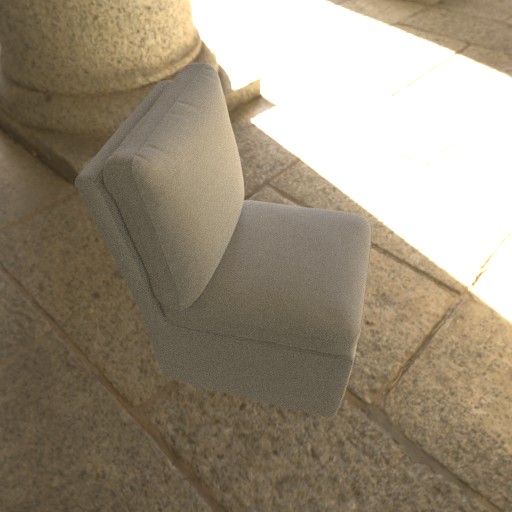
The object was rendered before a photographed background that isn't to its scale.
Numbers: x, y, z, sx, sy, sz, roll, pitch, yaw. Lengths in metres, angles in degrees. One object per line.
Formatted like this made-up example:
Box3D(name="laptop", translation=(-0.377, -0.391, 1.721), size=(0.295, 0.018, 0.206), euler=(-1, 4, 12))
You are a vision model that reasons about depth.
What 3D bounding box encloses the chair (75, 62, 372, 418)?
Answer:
Box3D(name="chair", translation=(0.000, 0.000, 1.329), size=(0.698, 0.927, 0.503), euler=(11, 48, 10))
